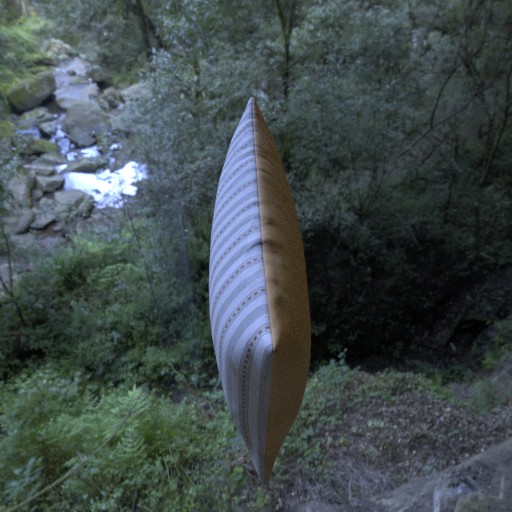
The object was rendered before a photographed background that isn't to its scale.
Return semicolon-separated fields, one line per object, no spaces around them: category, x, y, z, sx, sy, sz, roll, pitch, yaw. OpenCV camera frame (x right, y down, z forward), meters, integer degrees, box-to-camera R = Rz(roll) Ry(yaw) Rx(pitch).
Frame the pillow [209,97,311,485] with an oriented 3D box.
pillow;0.000;0.000;0.729;0.151;0.291;0.608;-1;41;-2
